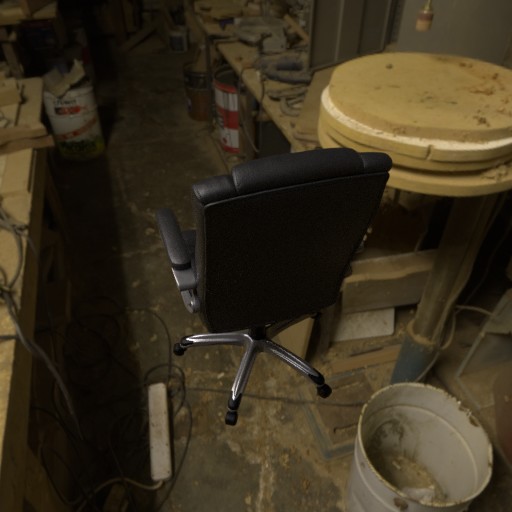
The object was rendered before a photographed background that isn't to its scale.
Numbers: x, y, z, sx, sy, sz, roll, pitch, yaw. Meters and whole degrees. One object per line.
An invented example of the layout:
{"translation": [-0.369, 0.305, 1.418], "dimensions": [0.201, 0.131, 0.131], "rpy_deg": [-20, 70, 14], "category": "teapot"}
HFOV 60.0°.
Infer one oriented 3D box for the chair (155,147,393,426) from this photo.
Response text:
{"translation": [0.000, 0.000, 1.625], "dimensions": [0.721, 1.130, 0.719], "rpy_deg": [-11, 43, -12], "category": "chair"}
